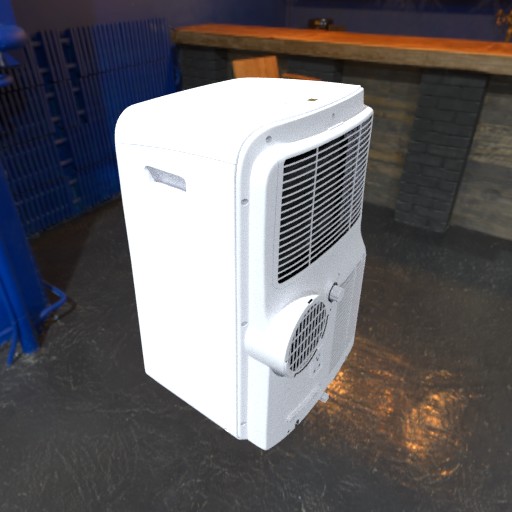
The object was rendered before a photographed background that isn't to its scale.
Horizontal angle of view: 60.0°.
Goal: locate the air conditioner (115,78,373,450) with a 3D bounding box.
[{"bbox_3d":[0.000,0.000,1.072,0.467,0.765,0.478,21,38,30],"label":"air conditioner"}]
